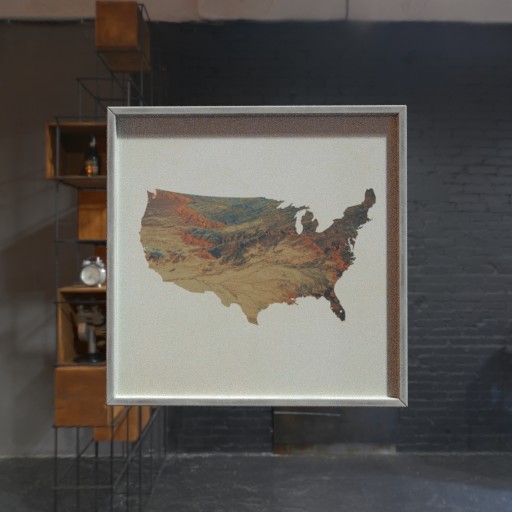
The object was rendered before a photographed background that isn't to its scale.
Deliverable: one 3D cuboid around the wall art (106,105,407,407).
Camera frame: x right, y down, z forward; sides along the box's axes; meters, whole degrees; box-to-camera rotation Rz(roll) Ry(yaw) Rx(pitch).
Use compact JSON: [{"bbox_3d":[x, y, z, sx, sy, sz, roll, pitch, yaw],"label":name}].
[{"bbox_3d":[0.000,0.000,0.454,0.303,0.303,0.015,0,-1,1],"label":"wall art"}]
